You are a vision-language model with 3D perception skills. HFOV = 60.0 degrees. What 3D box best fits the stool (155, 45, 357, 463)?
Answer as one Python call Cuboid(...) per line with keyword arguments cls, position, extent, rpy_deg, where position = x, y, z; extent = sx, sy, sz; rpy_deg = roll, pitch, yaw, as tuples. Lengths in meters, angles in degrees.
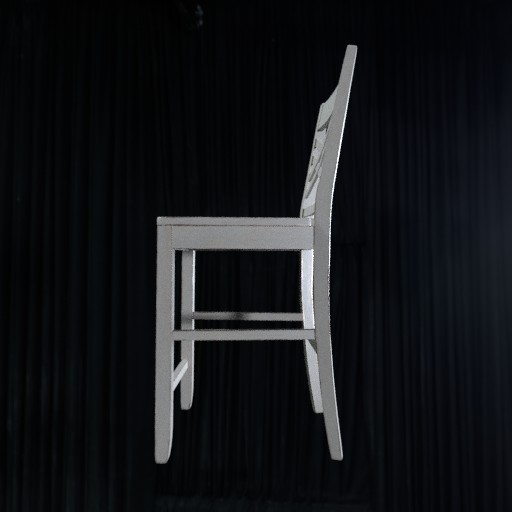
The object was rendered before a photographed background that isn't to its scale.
Cuboid(cls="stool", position=(0.000, 0.000, 1.357), extent=(0.539, 1.079, 0.462), rpy_deg=(0, 0, 0))
